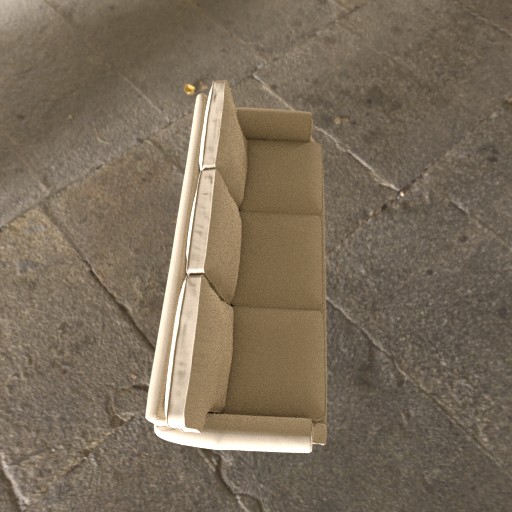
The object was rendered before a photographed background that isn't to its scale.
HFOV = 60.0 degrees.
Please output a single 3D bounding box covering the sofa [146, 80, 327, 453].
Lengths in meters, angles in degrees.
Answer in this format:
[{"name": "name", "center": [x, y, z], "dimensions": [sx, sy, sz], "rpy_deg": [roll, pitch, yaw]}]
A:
[{"name": "sofa", "center": [0.000, 0.000, 2.897], "dimensions": [0.966, 0.948, 2.354], "rpy_deg": [3, 63, 1]}]
